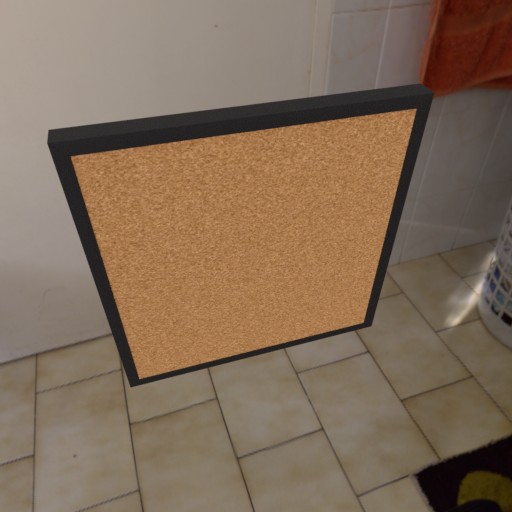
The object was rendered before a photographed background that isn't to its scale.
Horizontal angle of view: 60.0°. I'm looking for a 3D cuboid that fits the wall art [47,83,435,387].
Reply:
[{"bbox_3d":[0.000,0.000,0.737,0.506,0.503,0.036,-11,43,-13],"label":"wall art"}]
